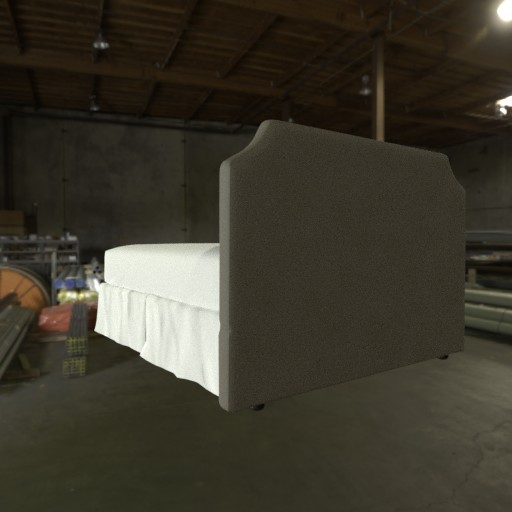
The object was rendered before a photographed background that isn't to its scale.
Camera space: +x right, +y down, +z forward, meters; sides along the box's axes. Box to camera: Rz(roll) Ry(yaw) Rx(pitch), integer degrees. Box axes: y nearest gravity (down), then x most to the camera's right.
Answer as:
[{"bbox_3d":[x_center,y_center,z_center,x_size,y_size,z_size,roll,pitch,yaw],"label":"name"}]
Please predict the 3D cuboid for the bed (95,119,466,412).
[{"bbox_3d":[0.000,0.000,3.228,1.831,1.297,2.181,-1,2,-36],"label":"bed"}]
